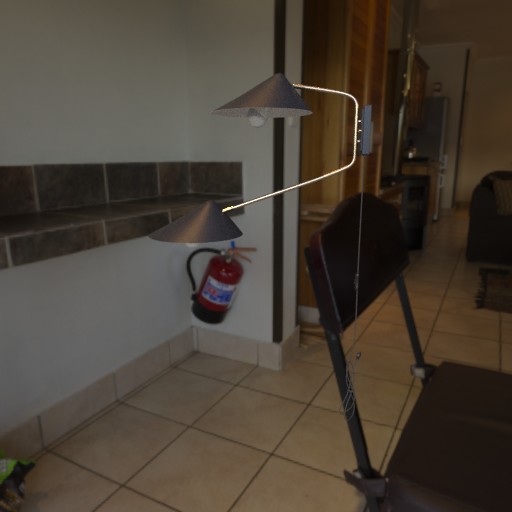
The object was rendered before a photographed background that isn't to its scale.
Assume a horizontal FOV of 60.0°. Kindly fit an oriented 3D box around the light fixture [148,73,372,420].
[{"bbox_3d":[0.000,0.000,0.864,0.422,0.665,0.189,2,13,9],"label":"light fixture"}]
